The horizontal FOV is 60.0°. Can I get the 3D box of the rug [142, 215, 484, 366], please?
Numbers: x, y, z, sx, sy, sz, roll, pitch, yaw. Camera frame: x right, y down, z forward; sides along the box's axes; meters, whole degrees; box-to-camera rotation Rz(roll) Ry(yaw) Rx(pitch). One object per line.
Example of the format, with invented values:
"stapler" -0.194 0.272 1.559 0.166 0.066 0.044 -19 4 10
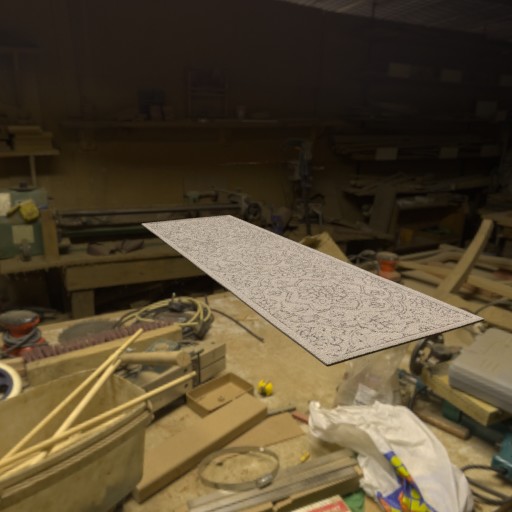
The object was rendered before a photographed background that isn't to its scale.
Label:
"rug" 0.000 0.000 2.622 0.769 0.012 2.448 -8 18 -26
